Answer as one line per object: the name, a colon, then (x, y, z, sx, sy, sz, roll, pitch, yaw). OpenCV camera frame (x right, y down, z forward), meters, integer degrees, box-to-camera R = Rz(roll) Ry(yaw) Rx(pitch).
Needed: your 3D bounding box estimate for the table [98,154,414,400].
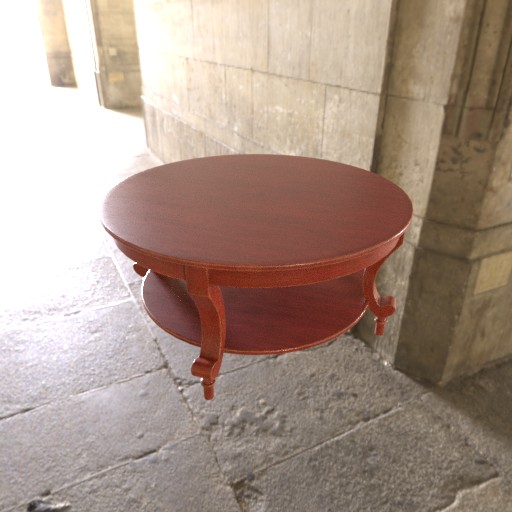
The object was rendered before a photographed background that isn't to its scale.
table: (0.000, 0.000, 1.620, 1.029, 0.486, 1.029, 0, 28, 0)
